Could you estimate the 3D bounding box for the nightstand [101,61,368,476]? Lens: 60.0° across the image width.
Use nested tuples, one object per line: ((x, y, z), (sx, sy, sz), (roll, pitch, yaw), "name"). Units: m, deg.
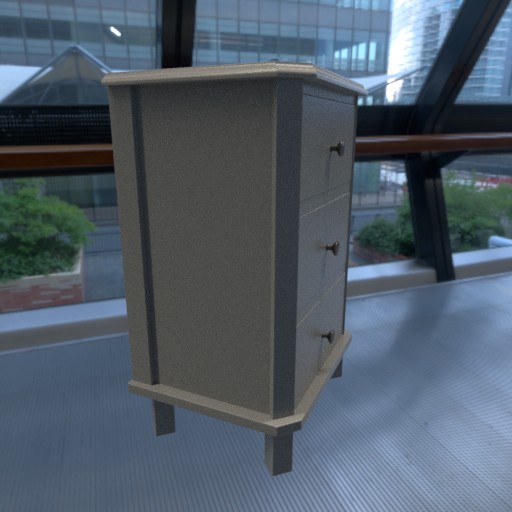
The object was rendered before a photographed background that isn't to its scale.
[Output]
((0.000, 0.000, 0.920), (0.348, 0.680, 0.435), (7, 17, 24), "nightstand")
